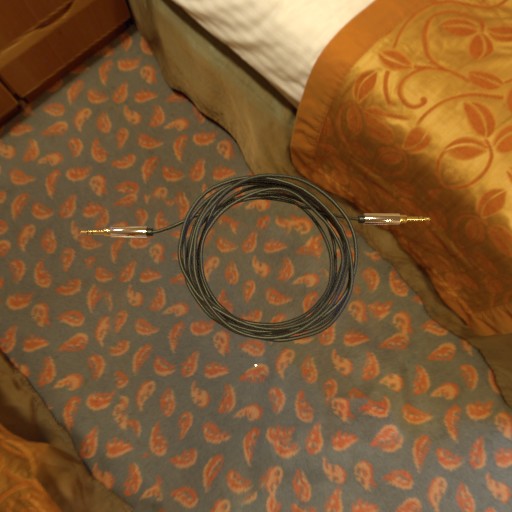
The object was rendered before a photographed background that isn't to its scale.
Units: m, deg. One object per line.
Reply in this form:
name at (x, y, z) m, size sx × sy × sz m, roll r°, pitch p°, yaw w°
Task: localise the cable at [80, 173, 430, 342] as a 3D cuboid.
cable at (0.000, 0.000, 0.512) m, size 0.432 × 0.069 × 0.198 m, roll 0°, pitch 76°, yaw 0°
